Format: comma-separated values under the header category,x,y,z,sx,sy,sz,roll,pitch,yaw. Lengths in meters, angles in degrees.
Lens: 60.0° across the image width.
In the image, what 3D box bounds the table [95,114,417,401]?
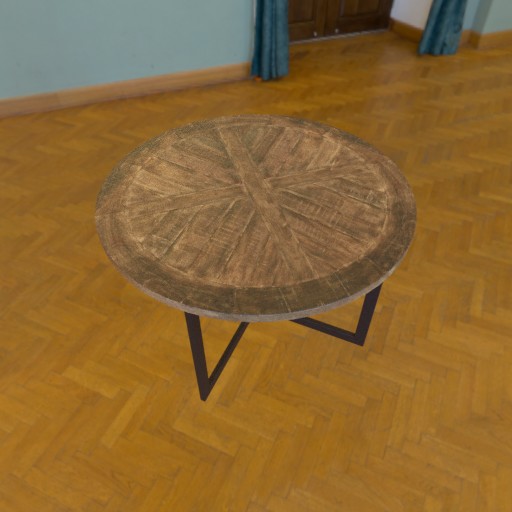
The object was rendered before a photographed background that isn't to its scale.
category,x,y,z,sx,sy,sz,roll,pitch,yaw
table,0.000,0.000,2.063,1.264,0.762,1.264,0,45,0
